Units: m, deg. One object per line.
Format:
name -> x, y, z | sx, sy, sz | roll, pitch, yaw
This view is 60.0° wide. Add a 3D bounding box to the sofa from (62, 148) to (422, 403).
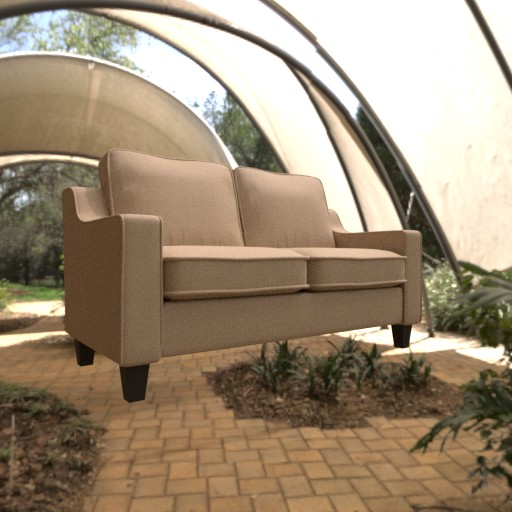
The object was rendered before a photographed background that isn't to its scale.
sofa -> 0.000, 0.000, 3.496 | 2.587, 1.562, 1.351 | 0, 0, -36
